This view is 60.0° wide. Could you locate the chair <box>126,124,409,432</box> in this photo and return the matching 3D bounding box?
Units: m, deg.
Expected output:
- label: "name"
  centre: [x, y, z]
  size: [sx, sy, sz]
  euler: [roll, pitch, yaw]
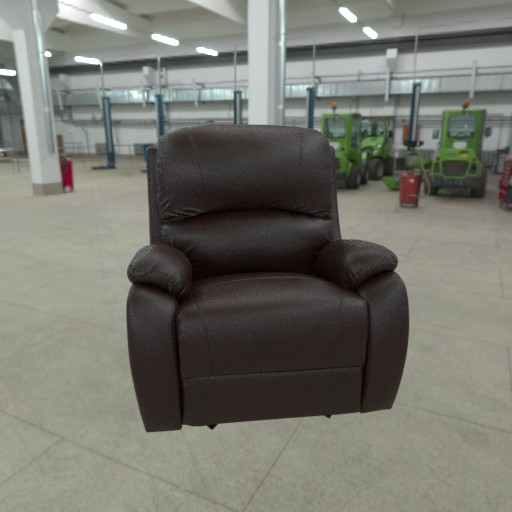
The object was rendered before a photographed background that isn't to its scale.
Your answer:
- label: "chair"
  centre: [0.000, 0.000, 1.757]
  size: [0.930, 1.011, 0.899]
  euler: [-2, 16, -8]
